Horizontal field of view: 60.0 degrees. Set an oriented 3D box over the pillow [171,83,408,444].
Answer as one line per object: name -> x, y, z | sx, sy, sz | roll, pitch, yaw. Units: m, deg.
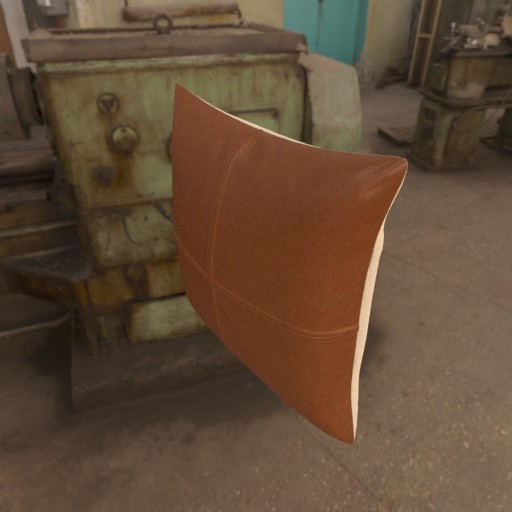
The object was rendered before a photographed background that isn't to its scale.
pillow -> 0.000, 0.000, 0.746 | 0.192, 0.477, 0.501 | -22, 38, -31
